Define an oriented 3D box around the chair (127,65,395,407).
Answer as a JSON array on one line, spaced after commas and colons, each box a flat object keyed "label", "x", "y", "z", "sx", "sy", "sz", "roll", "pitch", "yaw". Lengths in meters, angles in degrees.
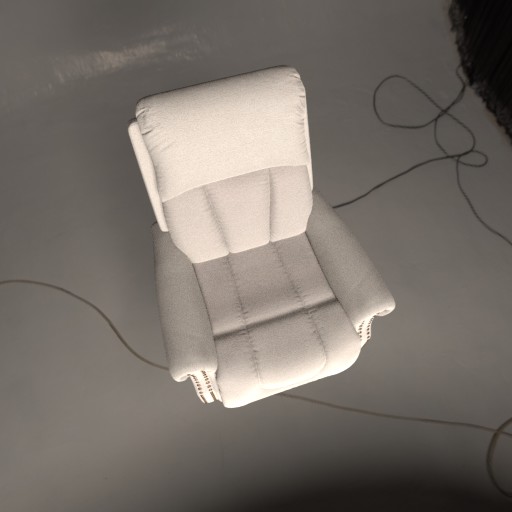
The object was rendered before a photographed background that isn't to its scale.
[{"label": "chair", "x": 0.000, "y": 0.000, "z": 1.784, "sx": 0.871, "sy": 1.031, "sz": 0.979, "roll": -16, "pitch": 65, "yaw": -8}]
